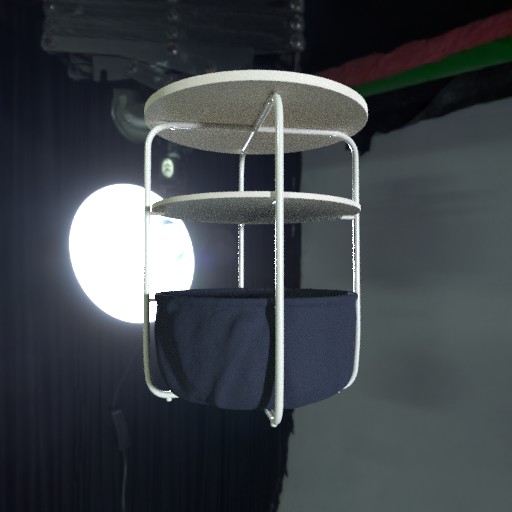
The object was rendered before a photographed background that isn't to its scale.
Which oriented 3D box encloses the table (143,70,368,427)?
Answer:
[{"bbox_3d":[0.000,0.000,0.849,0.418,0.532,0.418,-1,-2,35],"label":"table"}]
